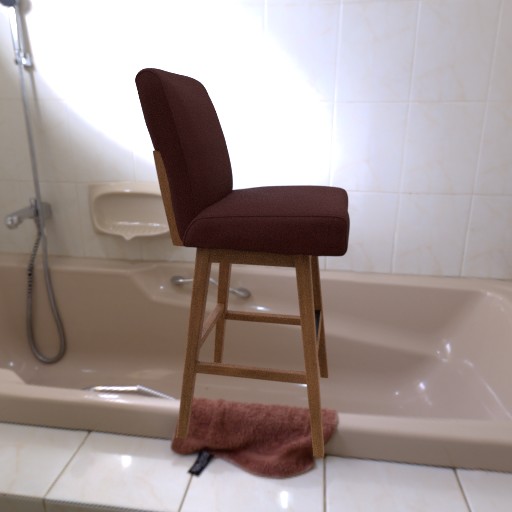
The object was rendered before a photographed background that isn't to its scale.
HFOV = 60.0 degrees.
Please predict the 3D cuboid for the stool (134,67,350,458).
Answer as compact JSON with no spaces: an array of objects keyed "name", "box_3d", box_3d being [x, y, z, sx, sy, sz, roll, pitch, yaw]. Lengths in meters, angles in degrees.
[{"name":"stool","box_3d":[0.000,0.000,1.411,0.562,1.093,0.468,3,18,10]}]
